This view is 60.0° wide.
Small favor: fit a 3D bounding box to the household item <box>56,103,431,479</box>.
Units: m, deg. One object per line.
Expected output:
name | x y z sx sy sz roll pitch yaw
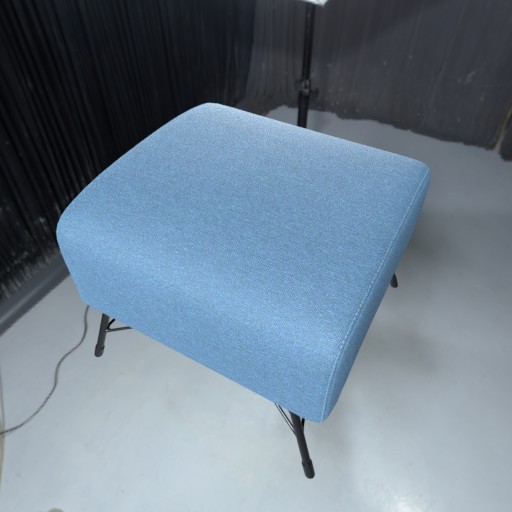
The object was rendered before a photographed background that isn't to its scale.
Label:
household item | 0.000 0.000 0.896 0.530 0.420 0.530 22 50 20
